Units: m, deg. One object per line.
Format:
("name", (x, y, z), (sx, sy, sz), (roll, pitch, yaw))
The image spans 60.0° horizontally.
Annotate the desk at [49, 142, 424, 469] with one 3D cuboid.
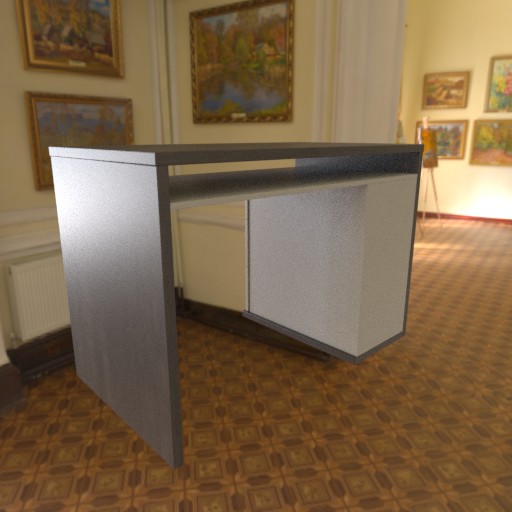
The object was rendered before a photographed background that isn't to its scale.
("desk", (0.000, 0.000, 1.545), (1.100, 0.750, 0.600), (-14, 21, -41))
